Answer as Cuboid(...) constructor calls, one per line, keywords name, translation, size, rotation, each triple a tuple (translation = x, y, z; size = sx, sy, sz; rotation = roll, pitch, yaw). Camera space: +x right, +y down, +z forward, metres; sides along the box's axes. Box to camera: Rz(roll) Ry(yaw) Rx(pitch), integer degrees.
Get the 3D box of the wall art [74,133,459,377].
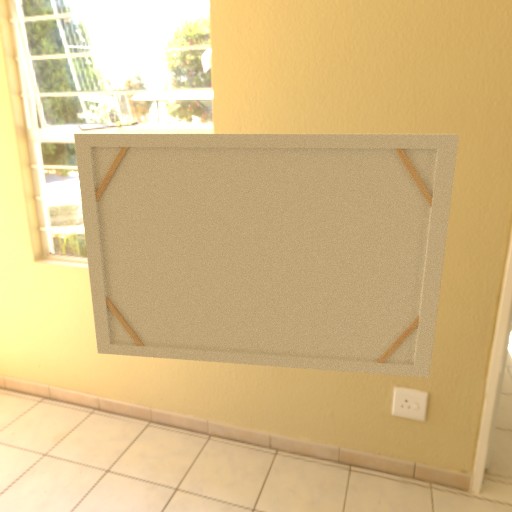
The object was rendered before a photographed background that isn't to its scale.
Cuboid(name="wall art", translation=(0.000, 0.000, 1.146), size=(0.914, 0.609, 0.038), rotation=(2, 16, 8))
